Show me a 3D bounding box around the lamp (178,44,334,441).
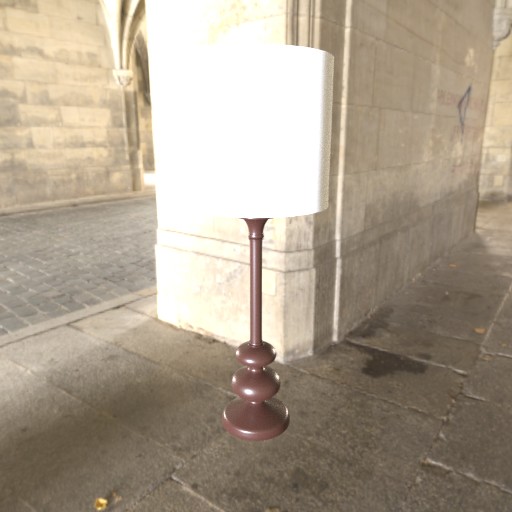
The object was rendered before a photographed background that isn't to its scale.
[{"bbox_3d":[0.000,0.000,0.813,0.254,0.690,0.254,-2,15,-9],"label":"lamp"}]
